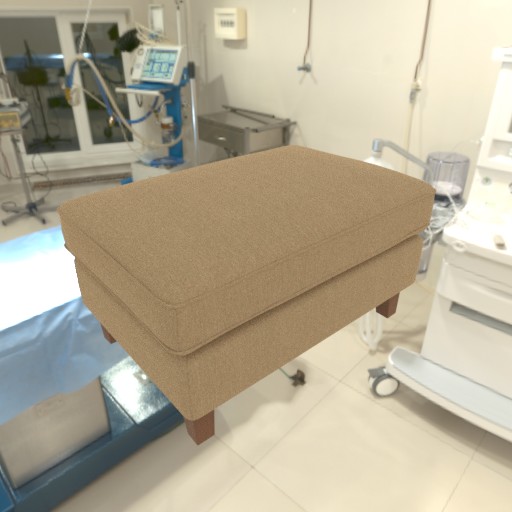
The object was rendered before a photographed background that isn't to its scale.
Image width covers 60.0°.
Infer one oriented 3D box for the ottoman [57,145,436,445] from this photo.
[{"bbox_3d":[0.000,0.000,1.358,0.945,0.521,0.636,-23,36,-35],"label":"ottoman"}]
